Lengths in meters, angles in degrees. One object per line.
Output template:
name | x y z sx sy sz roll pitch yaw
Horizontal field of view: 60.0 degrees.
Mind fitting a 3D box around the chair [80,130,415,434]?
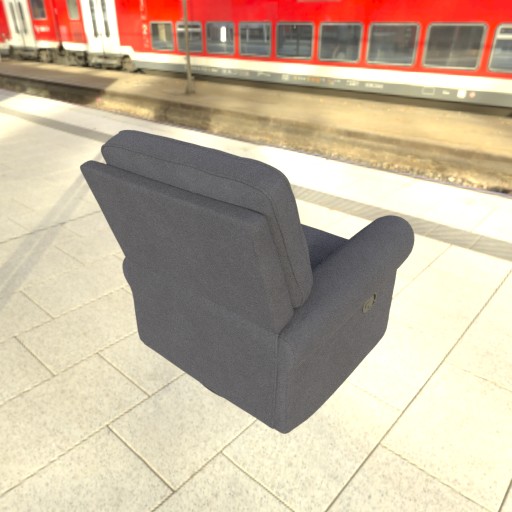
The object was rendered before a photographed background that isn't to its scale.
chair | 0.000 0.000 1.657 0.890 0.961 0.878 22 35 34
